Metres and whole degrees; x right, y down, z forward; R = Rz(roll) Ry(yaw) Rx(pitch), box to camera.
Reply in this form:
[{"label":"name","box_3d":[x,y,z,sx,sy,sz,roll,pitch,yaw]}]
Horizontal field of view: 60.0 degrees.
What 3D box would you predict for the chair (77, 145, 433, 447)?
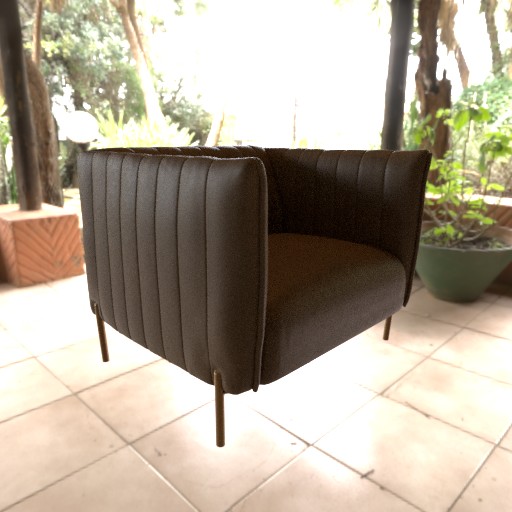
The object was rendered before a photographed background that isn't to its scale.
[{"label":"chair","box_3d":[0.000,0.000,1.634,0.876,0.779,0.981,14,21,42]}]
